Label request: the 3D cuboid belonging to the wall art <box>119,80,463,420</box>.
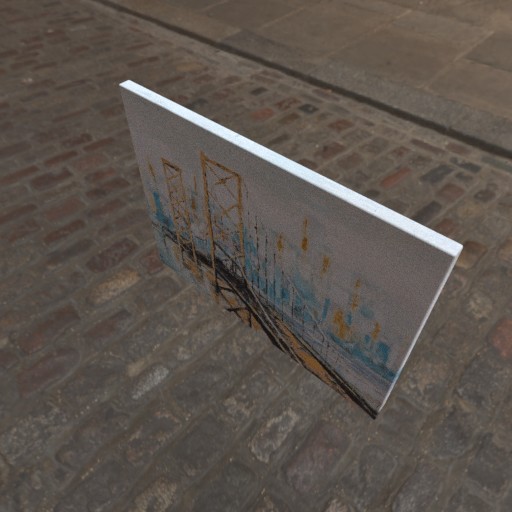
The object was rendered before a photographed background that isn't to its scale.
[{"bbox_3d":[0.000,0.000,1.336,1.016,0.762,0.038,33,55,26],"label":"wall art"}]
